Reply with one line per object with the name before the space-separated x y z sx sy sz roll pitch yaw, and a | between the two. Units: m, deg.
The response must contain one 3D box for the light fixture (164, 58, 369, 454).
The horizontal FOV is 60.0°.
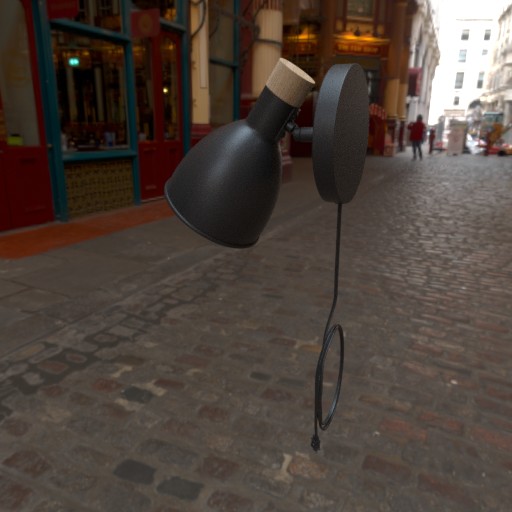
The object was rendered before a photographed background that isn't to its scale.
light fixture | 0.000 0.000 0.492 0.203 0.401 0.127 8 18 25
